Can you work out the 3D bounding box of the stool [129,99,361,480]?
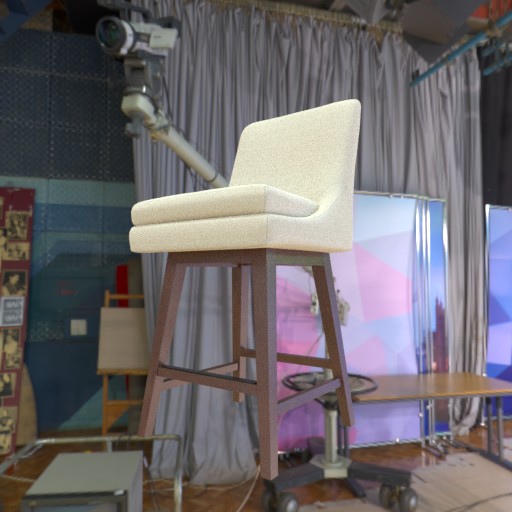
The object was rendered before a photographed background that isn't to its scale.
[{"bbox_3d":[0.000,0.000,1.291,0.483,0.991,0.559,-2,-3,36],"label":"stool"}]
